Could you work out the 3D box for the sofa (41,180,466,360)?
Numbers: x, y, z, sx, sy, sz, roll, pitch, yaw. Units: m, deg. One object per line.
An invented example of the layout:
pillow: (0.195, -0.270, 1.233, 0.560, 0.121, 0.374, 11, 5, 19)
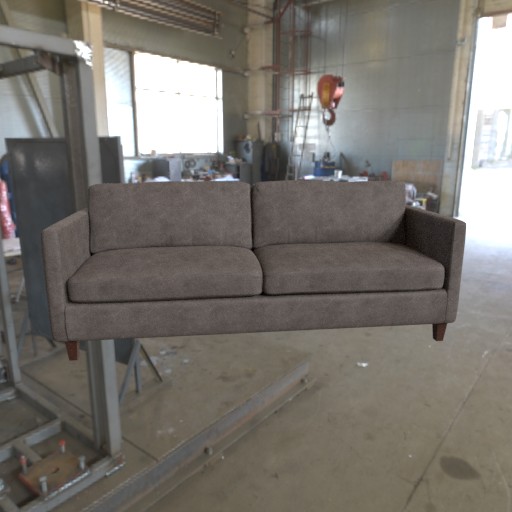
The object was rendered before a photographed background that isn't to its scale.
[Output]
sofa: (0.000, 0.000, 2.966, 2.434, 0.965, 0.951, -2, 14, -7)
